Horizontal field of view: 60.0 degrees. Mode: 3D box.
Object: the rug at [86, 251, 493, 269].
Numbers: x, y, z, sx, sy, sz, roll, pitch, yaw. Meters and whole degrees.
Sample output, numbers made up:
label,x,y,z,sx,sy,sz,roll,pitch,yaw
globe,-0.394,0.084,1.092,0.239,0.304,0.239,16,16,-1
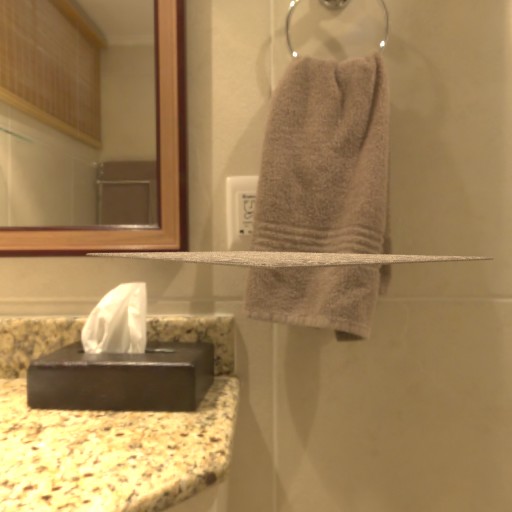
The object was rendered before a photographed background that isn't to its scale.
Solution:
label,x,y,z,sx,sy,sz,roll,pitch,yaw
rug,0.000,0.000,3.450,1.819,0.018,2.746,-1,2,-36
